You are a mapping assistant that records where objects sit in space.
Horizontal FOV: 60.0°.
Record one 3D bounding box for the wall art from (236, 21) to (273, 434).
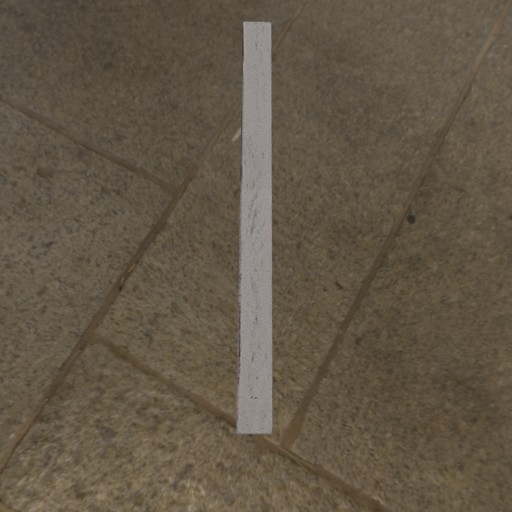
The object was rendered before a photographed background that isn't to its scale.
[{"bbox_3d":[0.000,0.000,0.767,0.038,0.508,0.508,0,76,0],"label":"wall art"}]
